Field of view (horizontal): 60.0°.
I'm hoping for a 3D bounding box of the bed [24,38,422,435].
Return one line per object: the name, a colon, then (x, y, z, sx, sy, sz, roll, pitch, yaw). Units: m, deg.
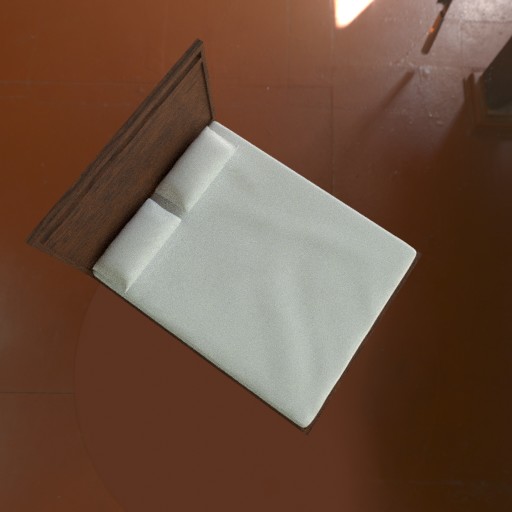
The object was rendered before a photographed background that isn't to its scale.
bed: (0.000, 0.000, 3.444, 2.218, 1.487, 1.765, 34, 79, 8)
